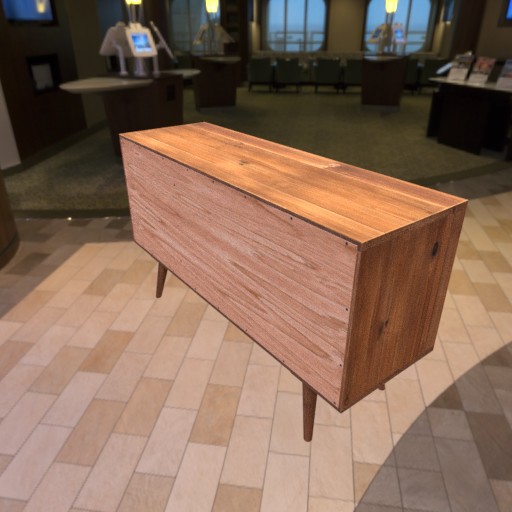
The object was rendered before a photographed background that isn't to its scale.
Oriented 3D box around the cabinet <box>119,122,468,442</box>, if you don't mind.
[{"bbox_3d":[0.000,0.000,1.802,0.472,0.800,1.400,-20,33,-33],"label":"cabinet"}]
